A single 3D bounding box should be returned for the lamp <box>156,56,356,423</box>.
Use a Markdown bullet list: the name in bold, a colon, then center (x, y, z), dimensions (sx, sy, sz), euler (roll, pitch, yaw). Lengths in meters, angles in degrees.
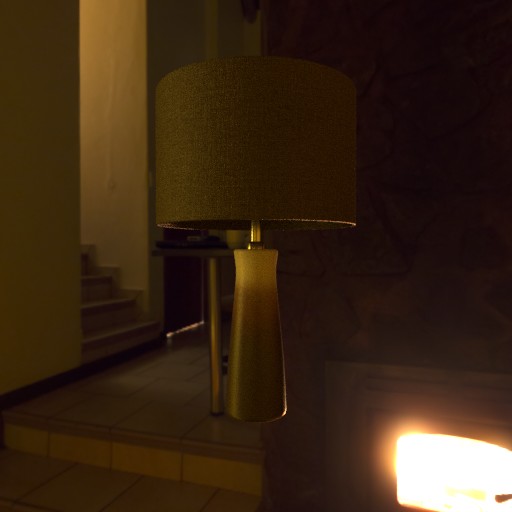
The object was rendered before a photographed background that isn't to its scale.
- **lamp**: center (0.000, 0.000, 0.689), dimensions (0.303, 0.488, 0.303), euler (0, 1, 0)
